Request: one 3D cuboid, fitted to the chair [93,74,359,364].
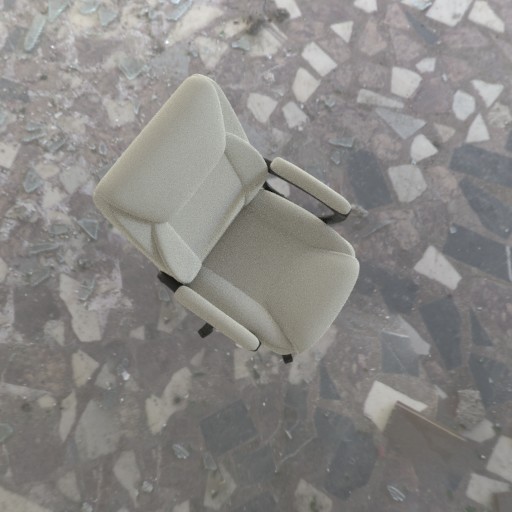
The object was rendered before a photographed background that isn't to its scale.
[{"bbox_3d":[0.000,0.000,1.495,0.669,1.065,0.663,34,78,8],"label":"chair"}]
